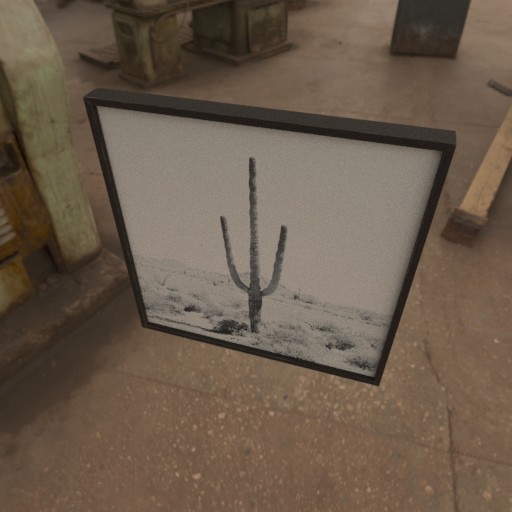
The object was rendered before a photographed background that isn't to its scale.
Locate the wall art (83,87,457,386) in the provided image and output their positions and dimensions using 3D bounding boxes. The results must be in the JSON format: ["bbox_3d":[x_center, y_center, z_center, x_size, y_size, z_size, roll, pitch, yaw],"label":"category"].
[{"bbox_3d":[0.000,0.000,0.760,0.508,0.508,0.038,11,42,13],"label":"wall art"}]
